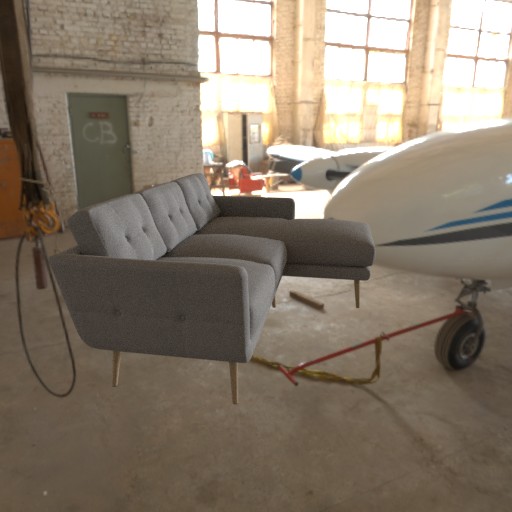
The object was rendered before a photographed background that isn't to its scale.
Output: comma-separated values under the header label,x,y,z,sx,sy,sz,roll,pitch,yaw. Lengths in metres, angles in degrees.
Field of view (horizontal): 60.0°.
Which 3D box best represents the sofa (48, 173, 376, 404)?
label,x,y,z,sx,sy,sz,roll,pitch,yaw
sofa,0.000,0.000,2.816,1.530,0.860,2.040,3,16,10
